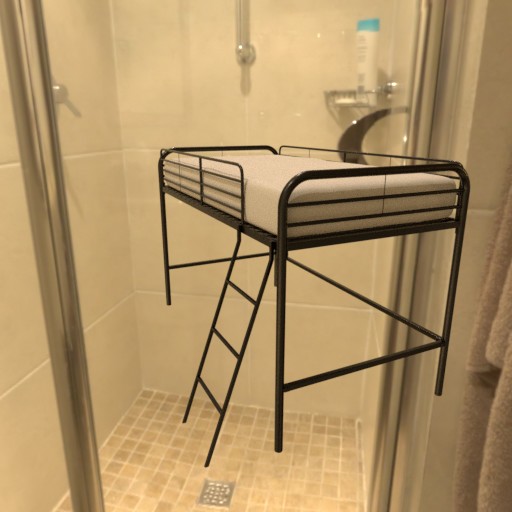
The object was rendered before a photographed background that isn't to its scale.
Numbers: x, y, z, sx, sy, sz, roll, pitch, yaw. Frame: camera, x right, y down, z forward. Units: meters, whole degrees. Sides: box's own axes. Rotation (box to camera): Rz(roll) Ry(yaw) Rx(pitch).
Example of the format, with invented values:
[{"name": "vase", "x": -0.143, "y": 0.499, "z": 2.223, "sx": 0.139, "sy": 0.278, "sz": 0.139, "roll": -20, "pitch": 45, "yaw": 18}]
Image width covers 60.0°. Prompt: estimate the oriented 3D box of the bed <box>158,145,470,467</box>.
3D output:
[{"name": "bed", "x": 0.000, "y": 0.000, "z": 2.865, "sx": 1.393, "sy": 1.289, "sz": 1.968, "roll": -8, "pitch": 18, "yaw": -25}]
